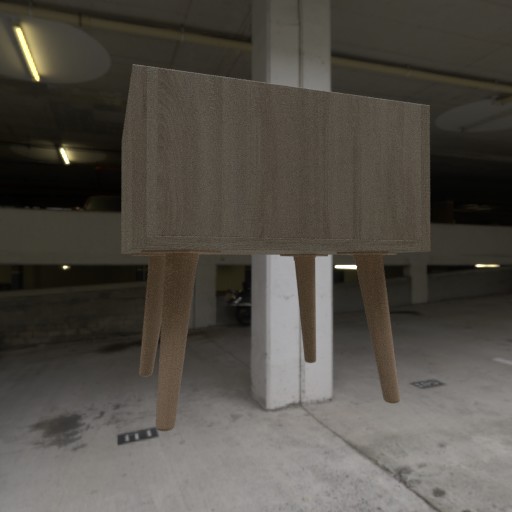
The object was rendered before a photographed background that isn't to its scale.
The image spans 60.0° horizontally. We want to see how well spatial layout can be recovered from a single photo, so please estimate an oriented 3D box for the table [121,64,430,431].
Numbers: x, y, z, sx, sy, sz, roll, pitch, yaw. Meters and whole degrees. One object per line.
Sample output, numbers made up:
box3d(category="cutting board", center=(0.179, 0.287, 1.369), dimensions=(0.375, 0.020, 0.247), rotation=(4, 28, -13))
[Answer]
box3d(category="table", center=(0.000, 0.000, 0.795), dimensions=(0.450, 0.470, 0.370), rotation=(0, -1, -19))
